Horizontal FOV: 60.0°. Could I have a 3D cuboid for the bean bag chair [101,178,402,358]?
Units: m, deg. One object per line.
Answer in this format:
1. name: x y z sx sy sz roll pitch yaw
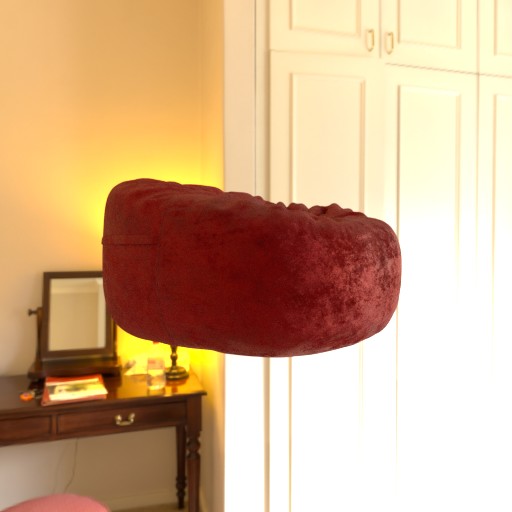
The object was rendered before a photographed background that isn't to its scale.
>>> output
1. bean bag chair: 0.000 0.000 2.447 1.524 0.878 1.524 1 2 37
